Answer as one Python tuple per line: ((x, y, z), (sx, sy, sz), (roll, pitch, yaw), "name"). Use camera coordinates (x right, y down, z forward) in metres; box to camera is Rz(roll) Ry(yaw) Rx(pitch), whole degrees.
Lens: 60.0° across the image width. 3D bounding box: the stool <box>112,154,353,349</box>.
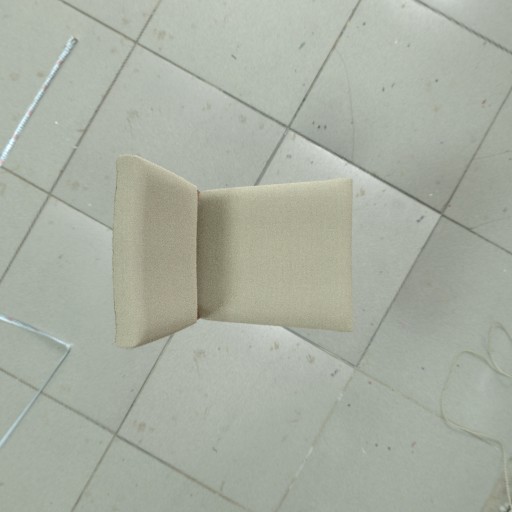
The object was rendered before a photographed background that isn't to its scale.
((0.000, 0.000, 1.406), (0.546, 1.143, 0.428), (0, 89, 0), "stool")
